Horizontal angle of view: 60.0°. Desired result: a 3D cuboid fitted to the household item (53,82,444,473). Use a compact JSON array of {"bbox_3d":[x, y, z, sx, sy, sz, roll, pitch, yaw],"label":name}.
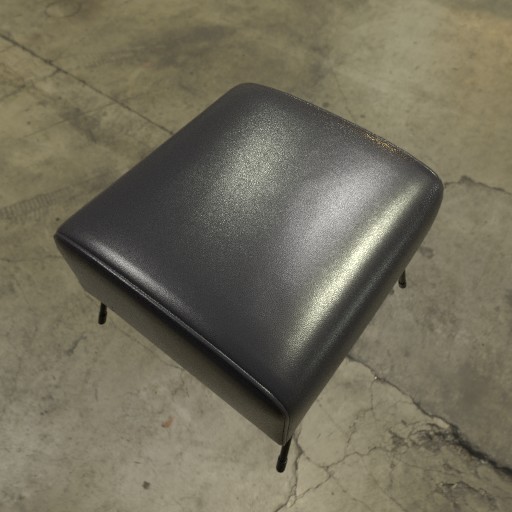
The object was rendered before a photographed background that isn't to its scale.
[{"bbox_3d":[0.000,0.000,0.887,0.530,0.410,0.530,33,63,19],"label":"household item"}]
